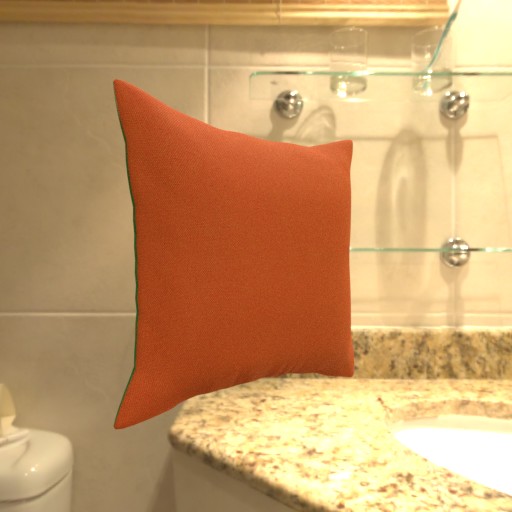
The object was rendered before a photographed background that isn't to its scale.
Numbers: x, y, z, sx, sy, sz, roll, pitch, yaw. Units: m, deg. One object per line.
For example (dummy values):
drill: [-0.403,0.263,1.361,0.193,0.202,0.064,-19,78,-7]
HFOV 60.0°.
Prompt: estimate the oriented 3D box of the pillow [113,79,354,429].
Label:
pillow: [0.000,0.000,0.694,0.453,0.444,0.169,1,-1,-37]
